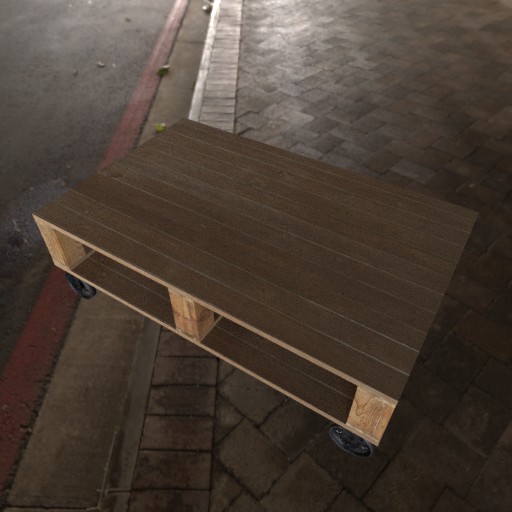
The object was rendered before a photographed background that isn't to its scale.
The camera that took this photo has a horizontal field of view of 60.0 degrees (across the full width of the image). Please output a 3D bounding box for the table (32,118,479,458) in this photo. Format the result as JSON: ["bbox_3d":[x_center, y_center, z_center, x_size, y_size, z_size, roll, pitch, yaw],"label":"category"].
[{"bbox_3d":[0.000,0.000,1.670,1.299,0.413,0.827,24,49,22],"label":"table"}]
